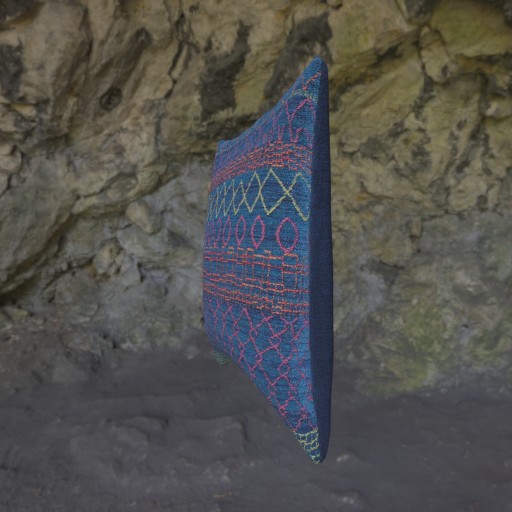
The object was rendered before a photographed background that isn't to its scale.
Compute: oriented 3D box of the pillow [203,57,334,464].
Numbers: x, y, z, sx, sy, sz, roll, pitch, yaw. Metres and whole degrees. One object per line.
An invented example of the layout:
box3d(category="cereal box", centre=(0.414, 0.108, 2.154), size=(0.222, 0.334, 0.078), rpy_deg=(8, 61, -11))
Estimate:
box3d(category="pillow", centre=(0.000, 0.000, 0.658), size=(0.141, 0.431, 0.431), rpy_deg=(0, 2, -18))
